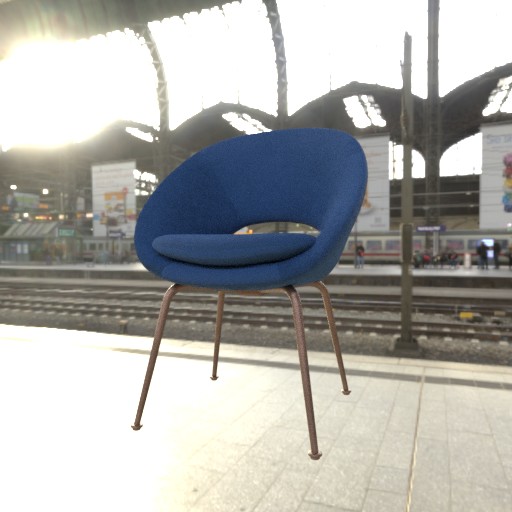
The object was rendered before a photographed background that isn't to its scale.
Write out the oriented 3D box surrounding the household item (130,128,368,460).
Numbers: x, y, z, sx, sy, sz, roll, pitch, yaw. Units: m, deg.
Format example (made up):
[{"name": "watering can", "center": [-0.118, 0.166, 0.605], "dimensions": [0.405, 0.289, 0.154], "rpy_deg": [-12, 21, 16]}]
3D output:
[{"name": "household item", "center": [0.000, 0.000, 1.267], "dimensions": [0.623, 0.852, 0.573], "rpy_deg": [0, 1, 20]}]
